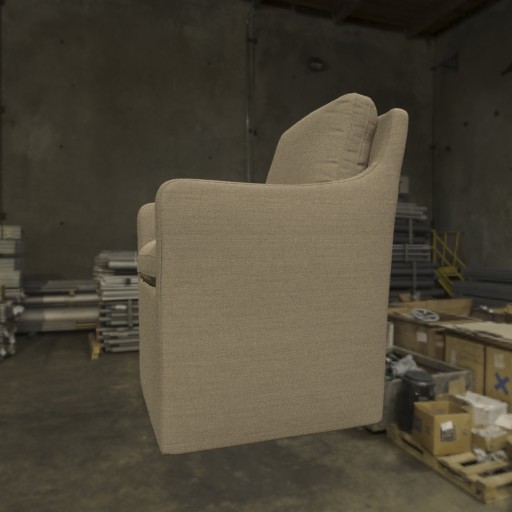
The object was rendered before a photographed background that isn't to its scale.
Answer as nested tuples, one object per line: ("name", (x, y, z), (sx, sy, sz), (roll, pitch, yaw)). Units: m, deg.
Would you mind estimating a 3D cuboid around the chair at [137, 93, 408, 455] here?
("chair", (0.000, 0.000, 1.376), (0.694, 0.914, 0.626), (0, 1, -19))
